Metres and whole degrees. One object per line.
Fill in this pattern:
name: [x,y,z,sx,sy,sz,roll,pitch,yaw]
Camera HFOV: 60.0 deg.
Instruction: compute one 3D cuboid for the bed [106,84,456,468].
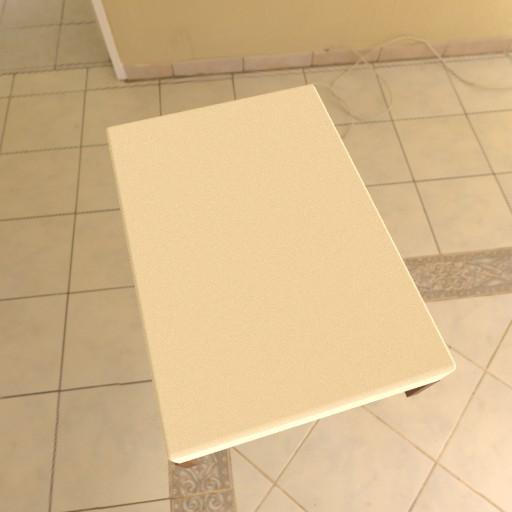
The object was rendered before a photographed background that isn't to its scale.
bed: [0.000,0.000,2.603,1.348,0.616,1.927,-15,63,-8]
